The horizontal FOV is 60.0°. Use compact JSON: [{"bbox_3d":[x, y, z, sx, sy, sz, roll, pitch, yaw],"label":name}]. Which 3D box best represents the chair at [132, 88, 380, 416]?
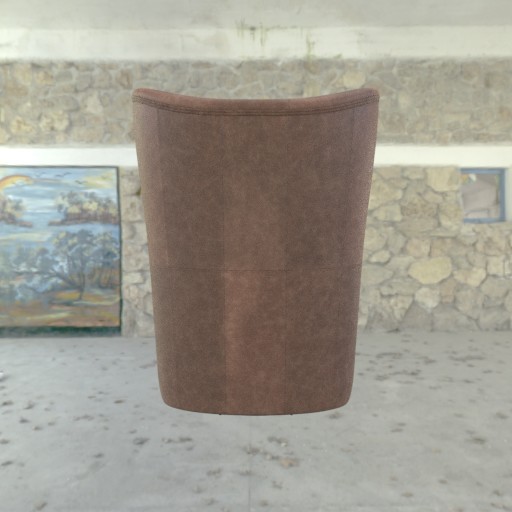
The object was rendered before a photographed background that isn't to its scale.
[{"bbox_3d":[0.000,0.000,1.717,0.831,1.079,0.930,0,0,0],"label":"chair"}]
